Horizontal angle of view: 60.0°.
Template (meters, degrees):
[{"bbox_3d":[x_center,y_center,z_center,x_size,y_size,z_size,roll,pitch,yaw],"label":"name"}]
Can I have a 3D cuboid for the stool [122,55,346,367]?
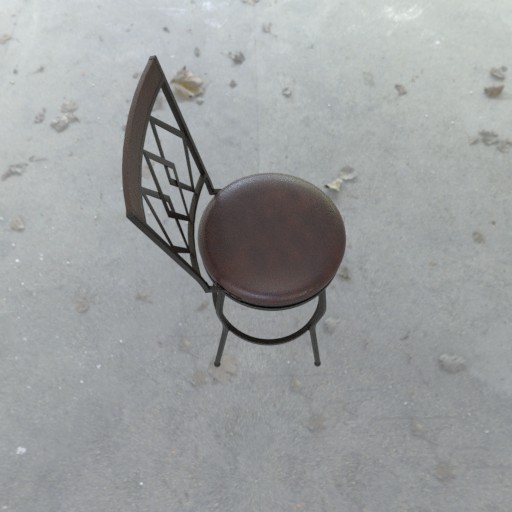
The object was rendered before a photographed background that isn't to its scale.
[{"bbox_3d":[0.000,0.000,1.381,0.521,1.134,0.432,0,63,0],"label":"stool"}]
